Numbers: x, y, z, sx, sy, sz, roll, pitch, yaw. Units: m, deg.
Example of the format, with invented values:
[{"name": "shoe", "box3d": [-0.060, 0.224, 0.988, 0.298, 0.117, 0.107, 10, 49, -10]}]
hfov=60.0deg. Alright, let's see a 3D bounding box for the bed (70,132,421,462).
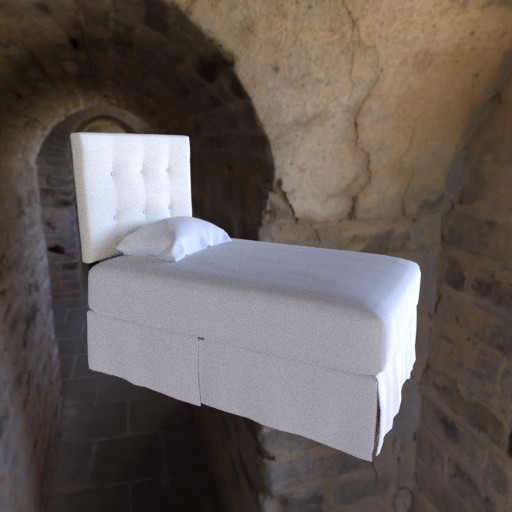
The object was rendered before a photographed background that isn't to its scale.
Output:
[{"name": "bed", "box3d": [0.000, 0.000, 2.919, 1.997, 1.571, 1.261, 7, 16, 27]}]
